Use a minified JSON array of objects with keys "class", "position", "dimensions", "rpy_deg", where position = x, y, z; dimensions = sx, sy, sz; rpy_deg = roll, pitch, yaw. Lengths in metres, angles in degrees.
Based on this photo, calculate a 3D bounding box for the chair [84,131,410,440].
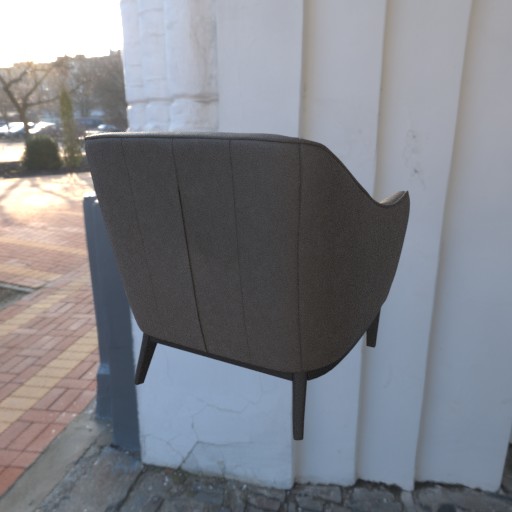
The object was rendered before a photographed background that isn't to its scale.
[{"class":"chair","position":[0.000,0.000,1.521],"dimensions":[0.871,0.830,0.852],"rpy_deg":[9,18,27]}]
